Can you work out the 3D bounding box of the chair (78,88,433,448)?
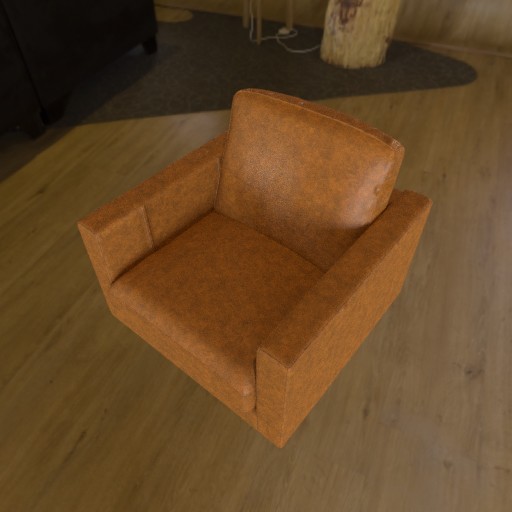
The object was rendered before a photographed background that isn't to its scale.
[{"bbox_3d":[0.000,0.000,1.666,0.890,0.956,0.909,30,53,26],"label":"chair"}]
